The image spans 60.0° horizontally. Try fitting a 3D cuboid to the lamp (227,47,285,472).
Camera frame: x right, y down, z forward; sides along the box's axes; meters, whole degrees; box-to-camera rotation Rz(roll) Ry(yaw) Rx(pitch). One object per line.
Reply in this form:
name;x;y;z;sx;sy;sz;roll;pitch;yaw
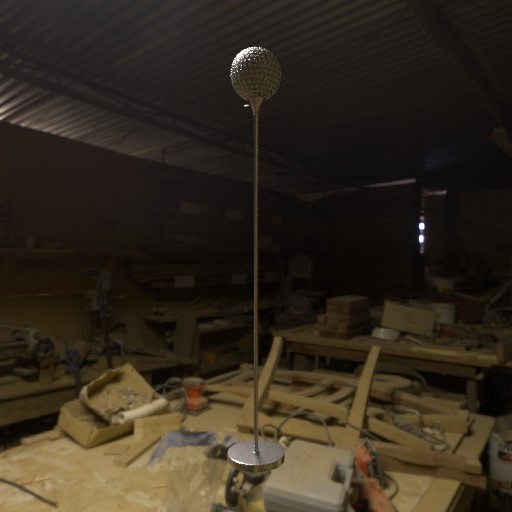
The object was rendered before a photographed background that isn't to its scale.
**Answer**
lamp;0.000;0.000;1.976;0.254;1.805;0.254;0;0;0
